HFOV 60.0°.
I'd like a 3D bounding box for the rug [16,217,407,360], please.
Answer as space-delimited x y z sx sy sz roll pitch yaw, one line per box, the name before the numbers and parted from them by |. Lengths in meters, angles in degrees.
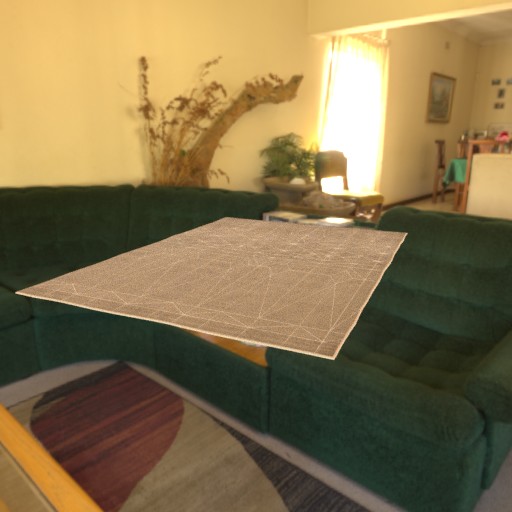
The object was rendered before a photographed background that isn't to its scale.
rug | 0.000 0.000 4.302 2.449 0.019 3.357 7 17 24
